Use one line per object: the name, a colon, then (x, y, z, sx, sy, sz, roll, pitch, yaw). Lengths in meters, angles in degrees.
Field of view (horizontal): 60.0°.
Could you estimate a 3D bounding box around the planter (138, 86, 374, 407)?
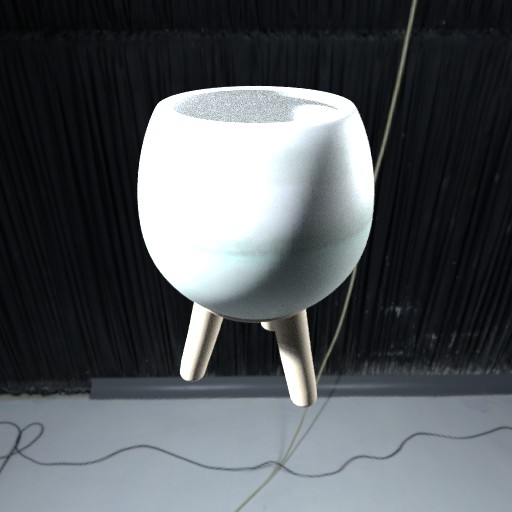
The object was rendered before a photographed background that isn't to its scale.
planter: (0.000, 0.000, 0.336, 0.161, 0.224, 0.161, 0, 30, 0)
